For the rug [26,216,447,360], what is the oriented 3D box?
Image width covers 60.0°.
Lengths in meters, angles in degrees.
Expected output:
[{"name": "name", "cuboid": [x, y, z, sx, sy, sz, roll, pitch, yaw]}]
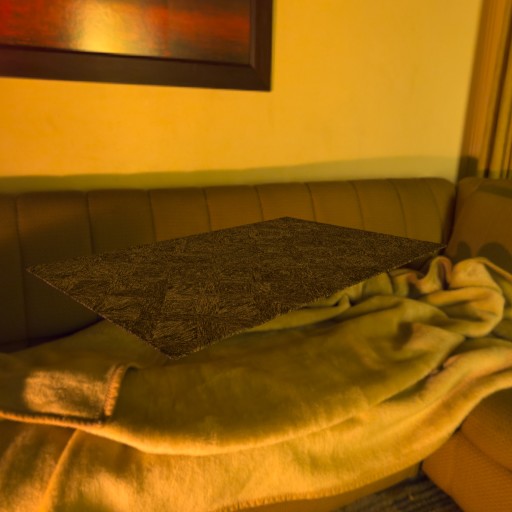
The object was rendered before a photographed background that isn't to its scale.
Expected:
[{"name": "rug", "cuboid": [0.000, 0.000, 2.232, 1.808, 0.011, 1.189, -15, 22, -43]}]
